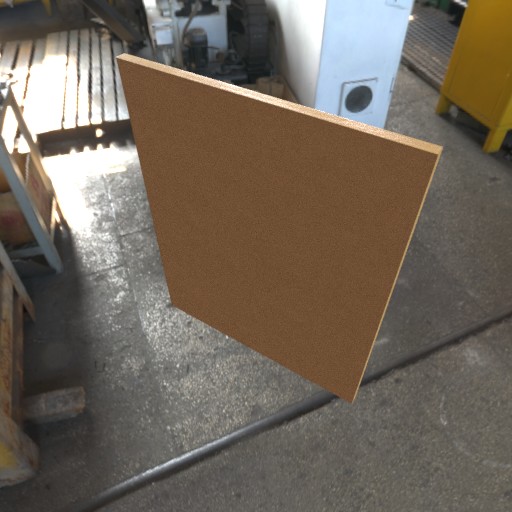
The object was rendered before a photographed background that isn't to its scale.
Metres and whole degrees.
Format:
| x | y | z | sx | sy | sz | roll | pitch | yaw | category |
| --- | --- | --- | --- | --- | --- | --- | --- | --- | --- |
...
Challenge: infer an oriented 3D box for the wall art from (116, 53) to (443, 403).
| x | y | z | sx | sy | sz | roll | pitch | yaw | category |
| --- | --- | --- | --- | --- | --- | --- | --- | --- | --- |
| 0.000 | 0.000 | 1.319 | 0.798 | 1.002 | 0.030 | 24 | 51 | 22 | wall art |
